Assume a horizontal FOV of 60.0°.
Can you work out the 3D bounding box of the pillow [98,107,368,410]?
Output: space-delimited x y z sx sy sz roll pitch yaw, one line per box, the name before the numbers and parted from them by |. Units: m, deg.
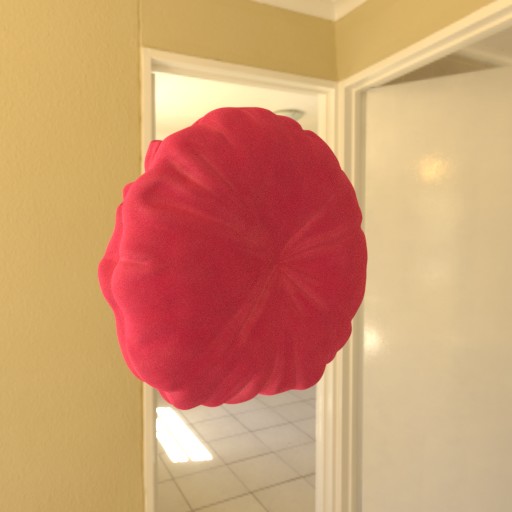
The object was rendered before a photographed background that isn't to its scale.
pillow | 0.000 0.000 0.634 0.428 0.407 0.148 -2 3 -37
